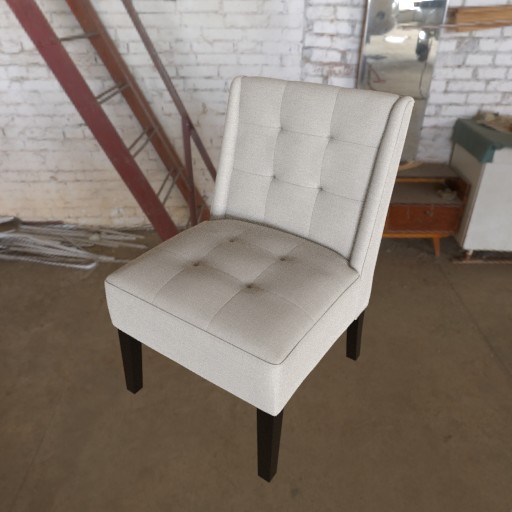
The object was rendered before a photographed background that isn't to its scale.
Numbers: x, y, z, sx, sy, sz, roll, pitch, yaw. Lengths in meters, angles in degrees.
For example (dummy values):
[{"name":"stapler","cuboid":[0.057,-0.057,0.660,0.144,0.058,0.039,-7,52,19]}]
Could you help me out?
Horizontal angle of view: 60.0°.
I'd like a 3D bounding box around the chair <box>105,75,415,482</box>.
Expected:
[{"name":"chair","cuboid":[0.000,0.000,1.271,0.569,0.853,0.676,20,37,29]}]
